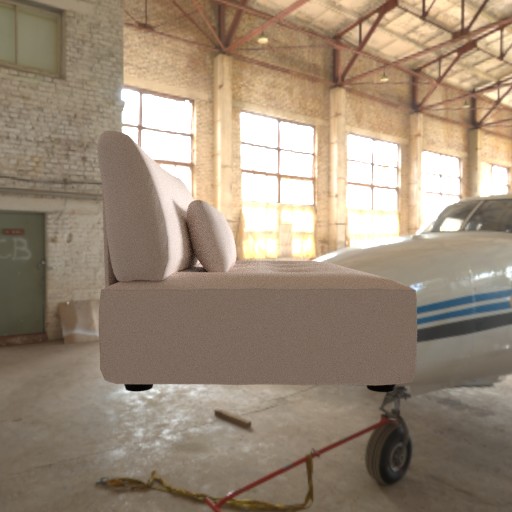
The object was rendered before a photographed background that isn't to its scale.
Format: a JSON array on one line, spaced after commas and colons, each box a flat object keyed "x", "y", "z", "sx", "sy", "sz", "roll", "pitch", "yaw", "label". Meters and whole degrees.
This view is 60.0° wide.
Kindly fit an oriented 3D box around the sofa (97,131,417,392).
[{"x": 0.000, "y": 0.000, "z": 2.080, "sx": 1.000, "sy": 0.820, "sz": 1.450, "roll": 0, "pitch": 2, "yaw": 0, "label": "sofa"}]
